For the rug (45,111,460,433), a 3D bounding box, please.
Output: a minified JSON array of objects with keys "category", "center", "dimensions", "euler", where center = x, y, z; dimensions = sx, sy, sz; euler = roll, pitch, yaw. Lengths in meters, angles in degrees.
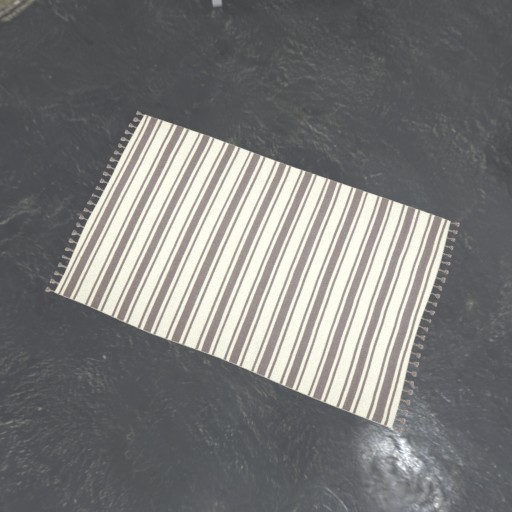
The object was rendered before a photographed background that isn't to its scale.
[{"category":"rug","center":[0.000,0.000,2.530],"dimensions":[2.096,0.011,1.229],"euler":[20,76,6]}]
